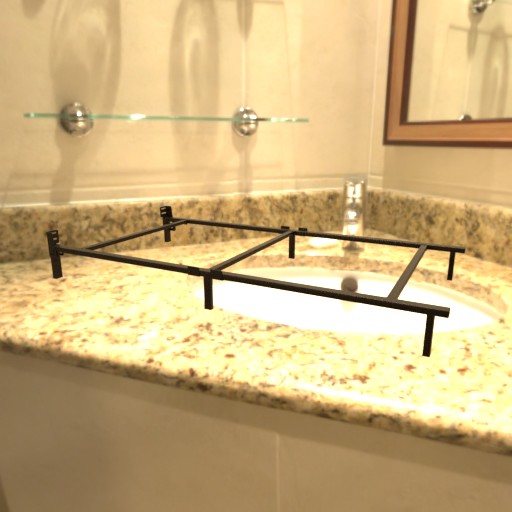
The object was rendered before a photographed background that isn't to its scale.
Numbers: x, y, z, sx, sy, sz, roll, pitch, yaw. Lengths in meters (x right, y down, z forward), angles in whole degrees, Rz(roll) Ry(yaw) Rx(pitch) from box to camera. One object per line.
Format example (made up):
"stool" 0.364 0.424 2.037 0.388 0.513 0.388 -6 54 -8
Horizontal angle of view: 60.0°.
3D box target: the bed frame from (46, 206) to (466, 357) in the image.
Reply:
"bed frame" 0.000 0.000 2.269 1.897 0.248 0.968 8 17 26
